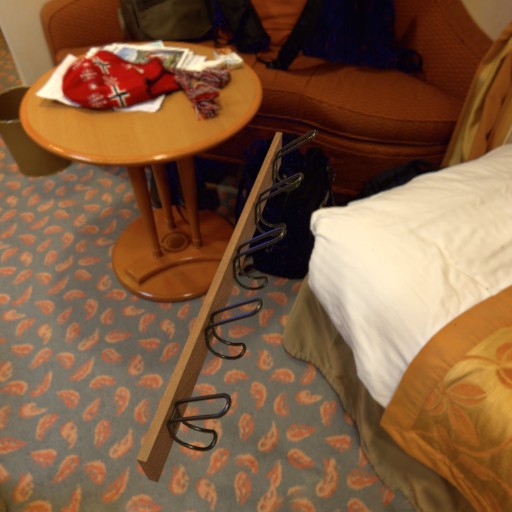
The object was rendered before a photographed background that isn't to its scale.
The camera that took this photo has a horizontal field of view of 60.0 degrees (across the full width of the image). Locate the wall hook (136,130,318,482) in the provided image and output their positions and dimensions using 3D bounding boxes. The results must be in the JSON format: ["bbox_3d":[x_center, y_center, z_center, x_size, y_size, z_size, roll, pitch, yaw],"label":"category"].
[{"bbox_3d":[0.000,0.000,0.583,0.076,0.116,0.554,11,49,10],"label":"wall hook"}]
